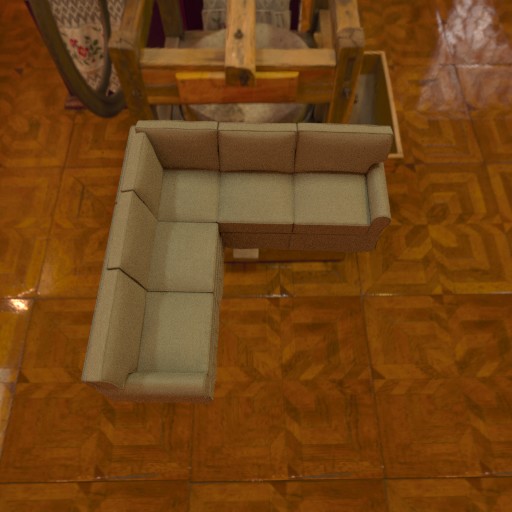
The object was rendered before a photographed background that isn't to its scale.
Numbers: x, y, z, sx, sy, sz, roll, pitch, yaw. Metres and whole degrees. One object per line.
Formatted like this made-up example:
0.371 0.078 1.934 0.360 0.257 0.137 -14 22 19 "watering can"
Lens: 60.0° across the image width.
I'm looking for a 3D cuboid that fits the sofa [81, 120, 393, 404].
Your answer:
0.000 0.000 4.198 2.623 1.081 2.618 1 64 1 "sofa"
